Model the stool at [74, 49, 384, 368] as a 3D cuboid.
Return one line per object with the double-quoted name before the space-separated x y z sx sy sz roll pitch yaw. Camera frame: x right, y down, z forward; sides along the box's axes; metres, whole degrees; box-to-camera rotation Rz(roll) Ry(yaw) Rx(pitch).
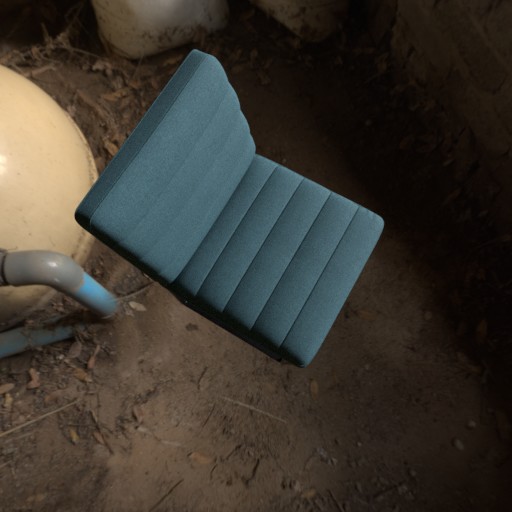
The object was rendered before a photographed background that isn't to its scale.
"stool" 0.000 0.000 1.347 0.560 1.040 0.460 30 78 7
